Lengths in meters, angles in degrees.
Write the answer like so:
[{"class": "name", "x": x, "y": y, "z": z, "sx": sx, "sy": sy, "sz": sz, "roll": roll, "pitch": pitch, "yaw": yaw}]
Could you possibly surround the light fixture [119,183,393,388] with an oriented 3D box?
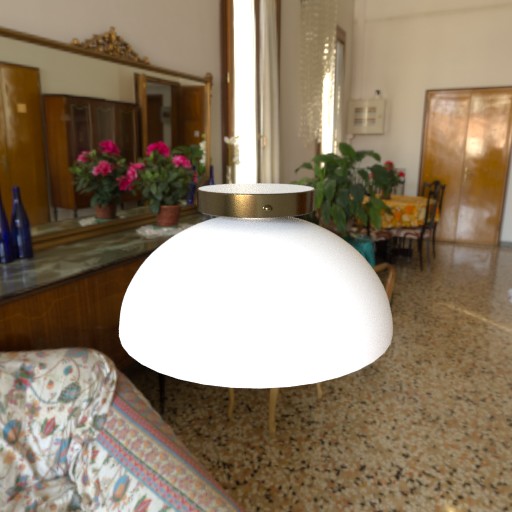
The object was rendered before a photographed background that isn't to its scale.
[{"class": "light fixture", "x": 0.000, "y": 0.000, "z": 0.580, "sx": 0.355, "sy": 0.177, "sz": 0.355, "roll": 0, "pitch": 14, "yaw": 0}]
